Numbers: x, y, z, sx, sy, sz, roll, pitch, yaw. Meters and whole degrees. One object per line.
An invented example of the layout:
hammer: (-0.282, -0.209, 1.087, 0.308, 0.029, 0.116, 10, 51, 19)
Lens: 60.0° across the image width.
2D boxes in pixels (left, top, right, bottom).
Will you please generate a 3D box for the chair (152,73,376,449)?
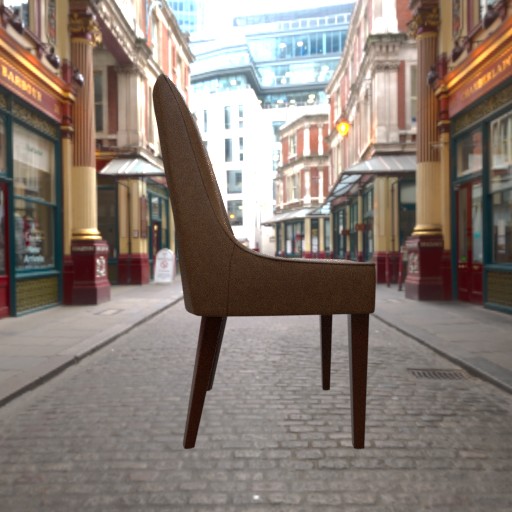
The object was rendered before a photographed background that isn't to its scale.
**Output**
chair: (0.000, 0.000, 1.206, 0.544, 0.861, 0.529, 0, 0, -1)
